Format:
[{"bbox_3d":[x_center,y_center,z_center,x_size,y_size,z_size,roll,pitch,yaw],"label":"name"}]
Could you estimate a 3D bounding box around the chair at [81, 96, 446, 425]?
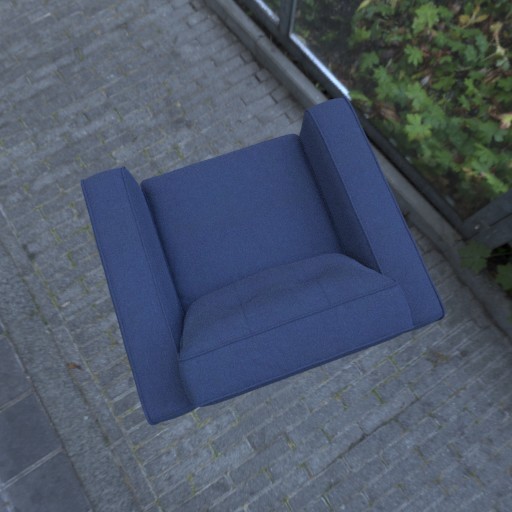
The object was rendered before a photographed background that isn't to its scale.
[{"bbox_3d":[0.000,0.000,1.773,1.118,0.783,0.953,-19,76,-5],"label":"chair"}]
